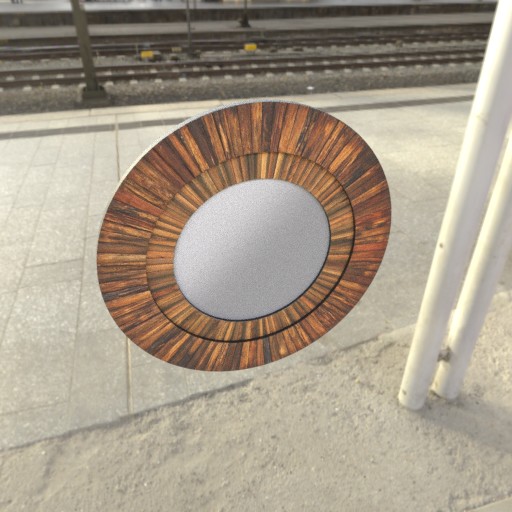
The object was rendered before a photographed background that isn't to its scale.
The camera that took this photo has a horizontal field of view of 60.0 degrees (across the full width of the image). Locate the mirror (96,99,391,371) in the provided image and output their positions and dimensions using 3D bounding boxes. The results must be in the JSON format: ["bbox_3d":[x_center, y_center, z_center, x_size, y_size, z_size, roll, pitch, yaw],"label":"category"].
[{"bbox_3d":[0.000,0.000,1.589,1.077,1.077,0.036,-10,34,-15],"label":"mirror"}]
